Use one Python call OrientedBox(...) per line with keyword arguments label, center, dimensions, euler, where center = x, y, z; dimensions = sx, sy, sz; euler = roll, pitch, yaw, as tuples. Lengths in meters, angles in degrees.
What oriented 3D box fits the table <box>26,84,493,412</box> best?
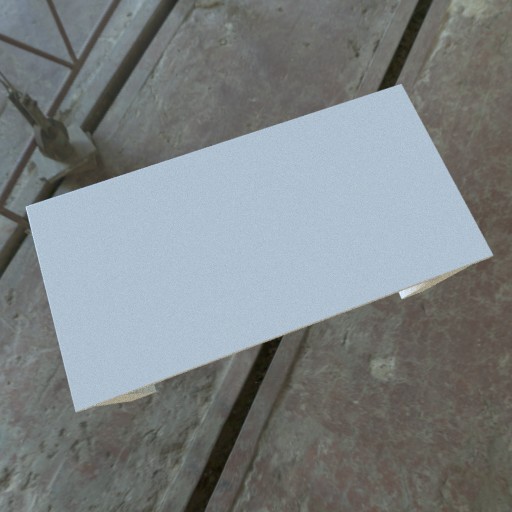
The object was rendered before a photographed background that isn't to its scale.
OrientedBox(label="table", center=(0.000, 0.000, 2.273), dimensions=(1.800, 0.790, 0.900), euler=(-20, 75, -5))
